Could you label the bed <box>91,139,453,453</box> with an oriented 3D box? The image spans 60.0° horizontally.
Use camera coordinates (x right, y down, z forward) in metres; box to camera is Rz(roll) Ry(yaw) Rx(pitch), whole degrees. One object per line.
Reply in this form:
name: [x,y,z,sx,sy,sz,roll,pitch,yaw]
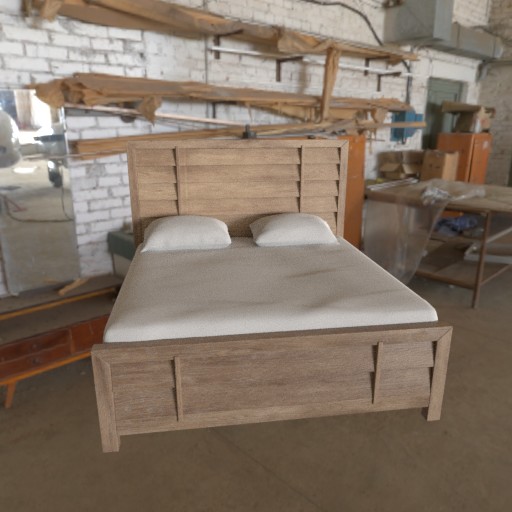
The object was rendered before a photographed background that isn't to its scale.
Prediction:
bed: [0.000,0.000,3.350,2.032,1.626,2.032,-2,17,-8]
